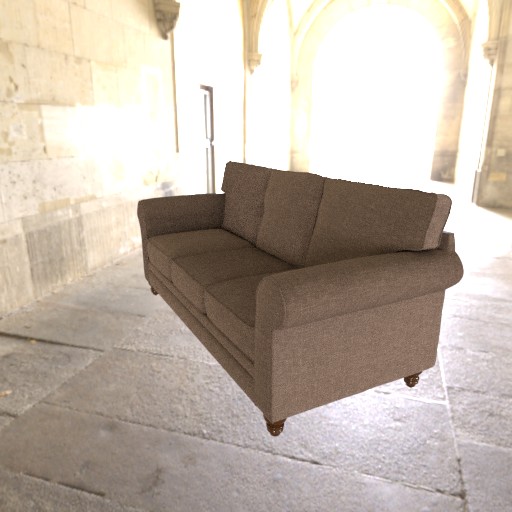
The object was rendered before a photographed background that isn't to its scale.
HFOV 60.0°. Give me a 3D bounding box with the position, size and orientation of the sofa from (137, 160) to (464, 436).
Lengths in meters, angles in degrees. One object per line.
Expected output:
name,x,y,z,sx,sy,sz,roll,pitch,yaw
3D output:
sofa,0.000,0.000,2.580,0.916,0.961,2.084,-8,18,-27
